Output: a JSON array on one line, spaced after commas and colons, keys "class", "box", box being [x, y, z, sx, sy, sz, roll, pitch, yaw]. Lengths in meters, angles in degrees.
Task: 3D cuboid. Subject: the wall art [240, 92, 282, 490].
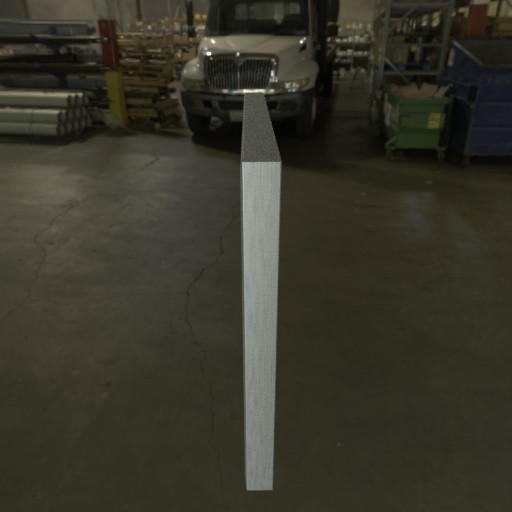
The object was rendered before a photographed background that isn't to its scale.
[{"class": "wall art", "box": [0.000, 0.000, 0.536, 0.028, 0.330, 0.380, 0, 27, -1]}]
